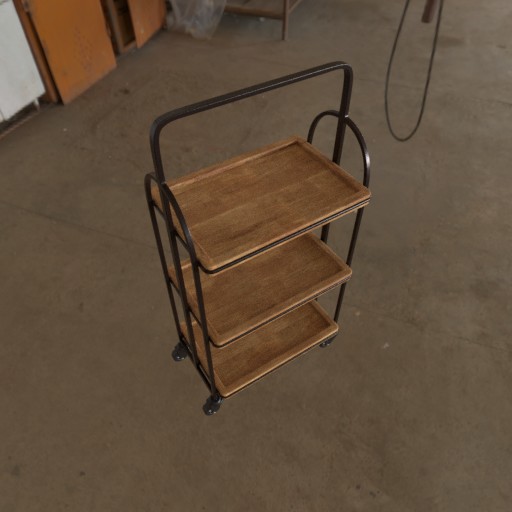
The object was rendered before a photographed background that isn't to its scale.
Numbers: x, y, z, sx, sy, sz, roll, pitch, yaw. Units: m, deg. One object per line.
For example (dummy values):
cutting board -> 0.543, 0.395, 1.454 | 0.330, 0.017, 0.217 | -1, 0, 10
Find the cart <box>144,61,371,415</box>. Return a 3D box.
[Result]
cart -> 0.000, 0.000, 1.260 | 0.553, 1.001, 0.327 | -25, 52, -22
